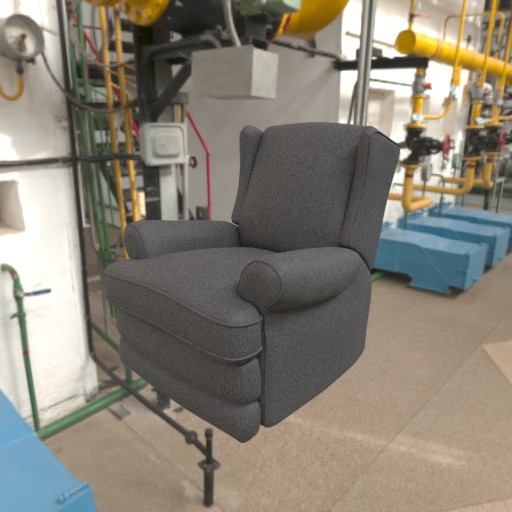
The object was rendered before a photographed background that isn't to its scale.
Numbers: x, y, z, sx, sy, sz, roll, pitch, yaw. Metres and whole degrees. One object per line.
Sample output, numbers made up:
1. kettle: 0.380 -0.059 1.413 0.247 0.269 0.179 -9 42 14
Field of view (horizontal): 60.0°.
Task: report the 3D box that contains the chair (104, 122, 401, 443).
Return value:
1. chair: 0.000 0.000 1.745 0.847 1.011 0.969 15 23 41
